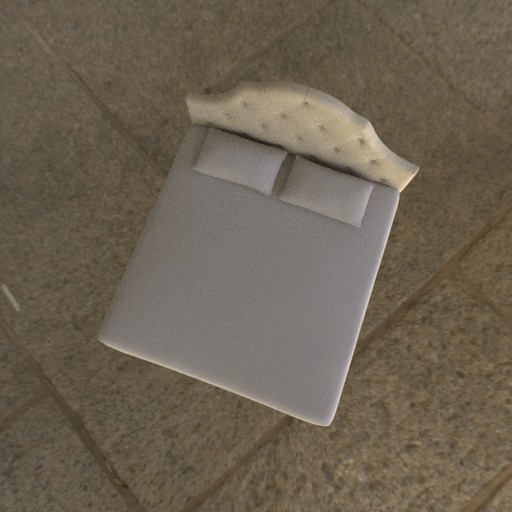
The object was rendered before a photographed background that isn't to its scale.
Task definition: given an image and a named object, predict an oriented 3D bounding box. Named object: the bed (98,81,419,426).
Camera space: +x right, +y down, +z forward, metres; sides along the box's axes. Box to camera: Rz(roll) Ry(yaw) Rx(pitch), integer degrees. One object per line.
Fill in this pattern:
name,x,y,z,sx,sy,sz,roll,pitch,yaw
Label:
bed,0.000,0.000,3.486,2.012,1.555,2.086,19,76,5
